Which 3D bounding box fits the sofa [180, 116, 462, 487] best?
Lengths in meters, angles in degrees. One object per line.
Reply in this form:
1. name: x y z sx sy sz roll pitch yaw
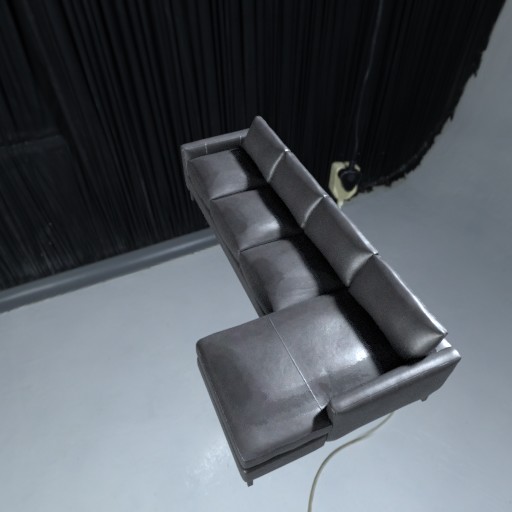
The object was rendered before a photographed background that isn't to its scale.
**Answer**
1. sofa: 0.000 0.000 3.607 1.471 0.859 2.993 -18 49 -16
